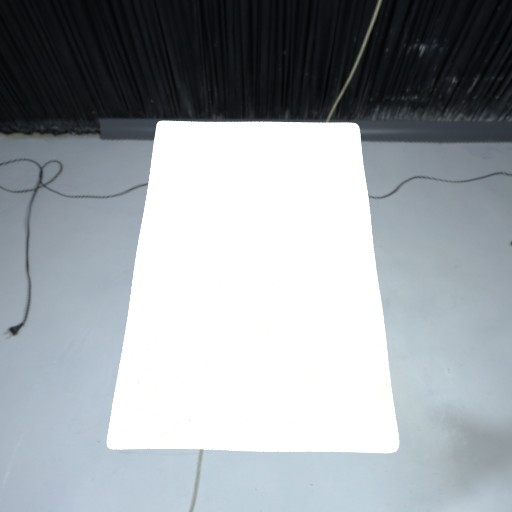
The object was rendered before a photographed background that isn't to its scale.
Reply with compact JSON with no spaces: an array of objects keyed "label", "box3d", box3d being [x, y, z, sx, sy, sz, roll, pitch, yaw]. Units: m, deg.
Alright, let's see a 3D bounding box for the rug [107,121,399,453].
[{"label":"rug","box3d":[0.000,0.000,3.338,1.798,0.025,2.698,1,62,0]}]
